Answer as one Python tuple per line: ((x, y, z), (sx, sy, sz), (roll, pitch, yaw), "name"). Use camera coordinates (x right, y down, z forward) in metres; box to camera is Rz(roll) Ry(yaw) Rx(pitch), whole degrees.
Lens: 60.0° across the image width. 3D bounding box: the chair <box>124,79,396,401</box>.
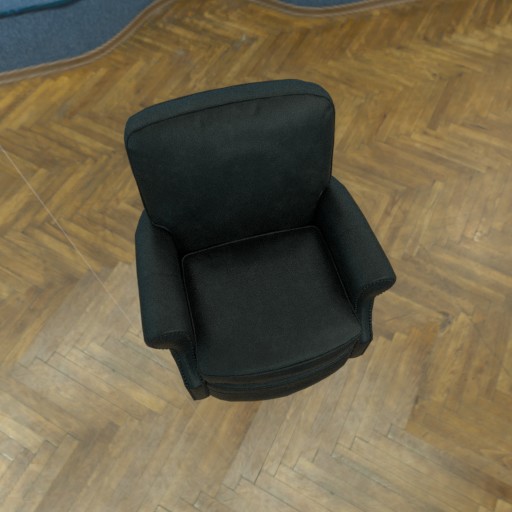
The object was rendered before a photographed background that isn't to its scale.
((0.000, 0.000, 1.760), (0.936, 1.018, 0.986), (-13, 63, -7), "chair")
